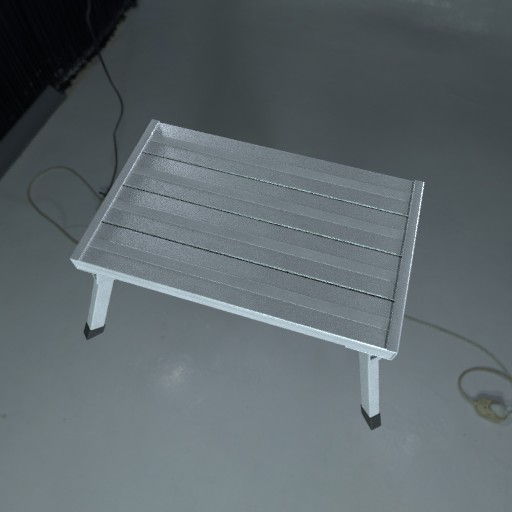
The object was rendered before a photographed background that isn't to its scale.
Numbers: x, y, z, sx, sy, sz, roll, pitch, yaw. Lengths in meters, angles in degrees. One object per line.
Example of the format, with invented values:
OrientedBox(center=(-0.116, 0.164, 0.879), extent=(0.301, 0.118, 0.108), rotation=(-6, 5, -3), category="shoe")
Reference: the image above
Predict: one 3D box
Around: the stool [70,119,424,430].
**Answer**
OrientedBox(center=(0.000, 0.000, 0.744), extent=(0.535, 0.225, 0.385), rotation=(15, 62, 8), category="stool")
